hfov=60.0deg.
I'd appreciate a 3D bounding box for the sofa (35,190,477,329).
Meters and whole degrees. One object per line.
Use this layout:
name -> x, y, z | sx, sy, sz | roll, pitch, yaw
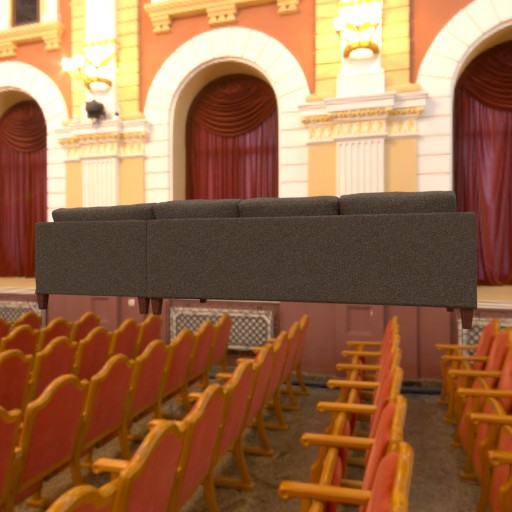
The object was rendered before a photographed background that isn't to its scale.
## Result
sofa -> 0.000, 0.000, 3.792 | 3.186, 0.846, 1.625 | 0, 0, 17
